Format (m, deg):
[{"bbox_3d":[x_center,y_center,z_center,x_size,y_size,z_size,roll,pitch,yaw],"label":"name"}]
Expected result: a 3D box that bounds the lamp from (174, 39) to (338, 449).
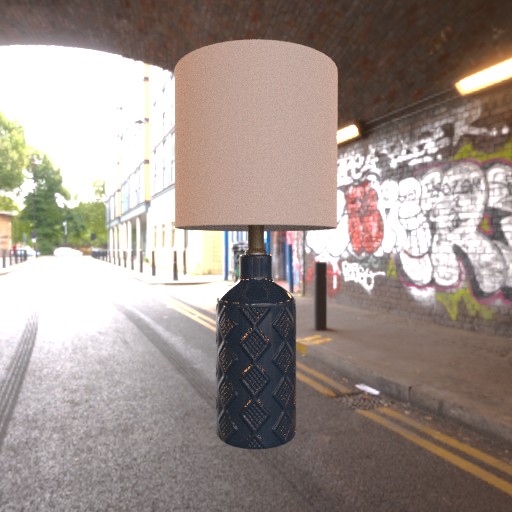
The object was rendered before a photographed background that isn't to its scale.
[{"bbox_3d":[0.000,0.000,0.574,0.207,0.461,0.207,0,1,16],"label":"lamp"}]
